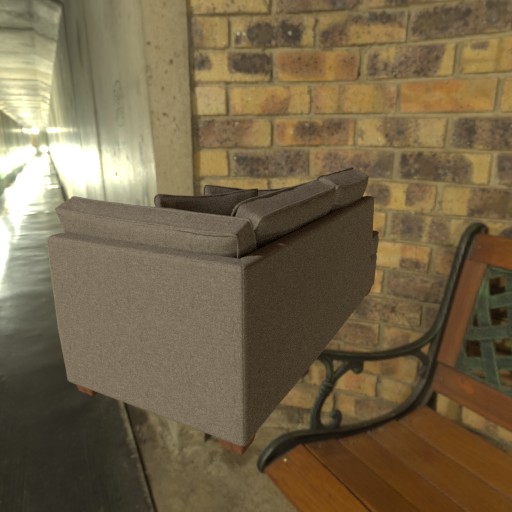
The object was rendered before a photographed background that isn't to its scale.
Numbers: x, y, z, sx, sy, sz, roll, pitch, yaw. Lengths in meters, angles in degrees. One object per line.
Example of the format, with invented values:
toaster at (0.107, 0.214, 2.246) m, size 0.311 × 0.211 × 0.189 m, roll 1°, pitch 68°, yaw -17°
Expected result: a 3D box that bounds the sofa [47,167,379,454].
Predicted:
sofa at (0.000, 0.000, 2.840) m, size 1.110 × 1.033 × 2.237 m, roll 8°, pitch 18°, yaw 27°
